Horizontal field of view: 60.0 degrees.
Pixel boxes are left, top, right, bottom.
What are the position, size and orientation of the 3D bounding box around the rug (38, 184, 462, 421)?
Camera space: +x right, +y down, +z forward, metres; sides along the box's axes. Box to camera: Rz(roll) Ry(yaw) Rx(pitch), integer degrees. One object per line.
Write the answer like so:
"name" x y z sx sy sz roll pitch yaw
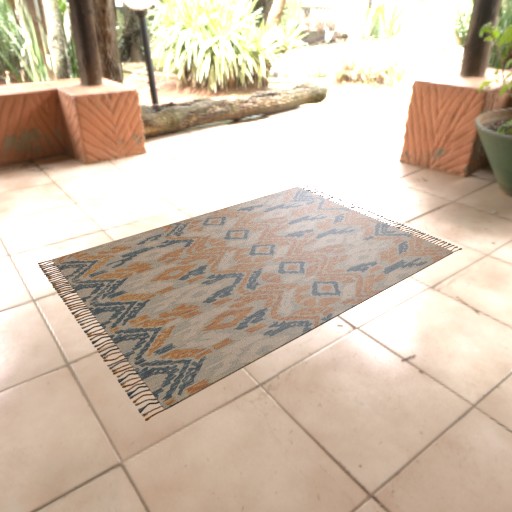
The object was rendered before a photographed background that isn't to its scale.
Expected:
"rug" 0.000 0.000 2.285 1.827 0.008 1.230 -21 36 -32
